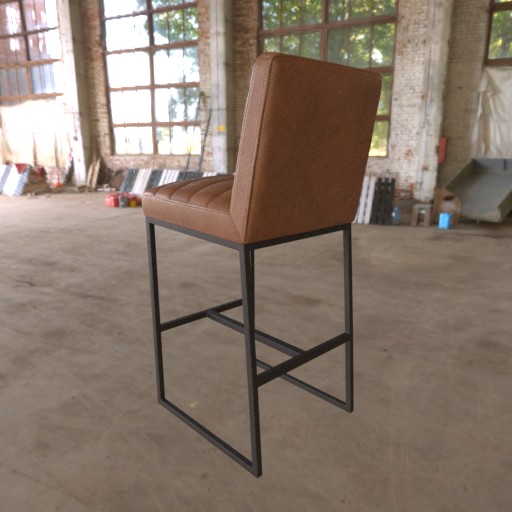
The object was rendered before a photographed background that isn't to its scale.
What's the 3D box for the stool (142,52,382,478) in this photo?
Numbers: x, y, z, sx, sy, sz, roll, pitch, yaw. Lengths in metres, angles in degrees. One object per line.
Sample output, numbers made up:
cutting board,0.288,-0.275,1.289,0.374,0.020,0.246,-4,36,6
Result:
stool,0.000,0.000,1.343,0.458,1.040,0.556,-13,19,-42
